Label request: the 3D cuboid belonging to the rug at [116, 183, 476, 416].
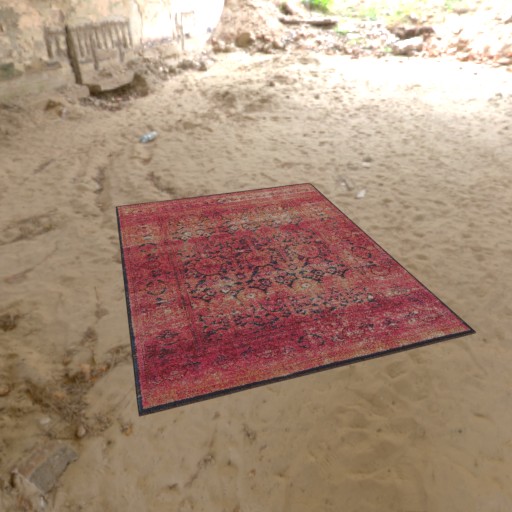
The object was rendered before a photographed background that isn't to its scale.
[{"bbox_3d":[0.000,0.000,4.145,2.411,0.020,3.032,-9,33,-15],"label":"rug"}]
